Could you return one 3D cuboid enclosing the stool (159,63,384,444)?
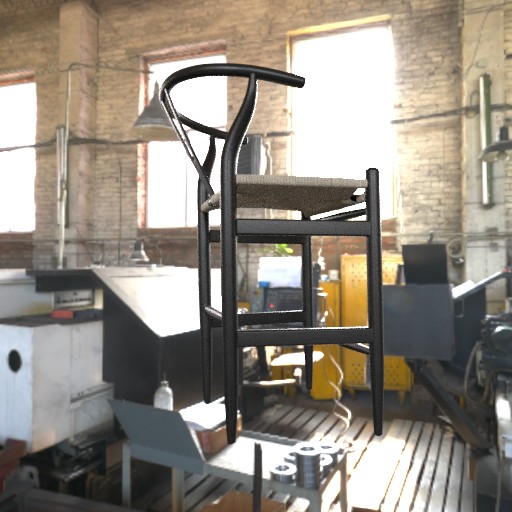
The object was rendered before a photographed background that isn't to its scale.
[{"bbox_3d":[0.000,0.000,1.343,0.579,0.970,0.569,0,-1,-17],"label":"stool"}]
